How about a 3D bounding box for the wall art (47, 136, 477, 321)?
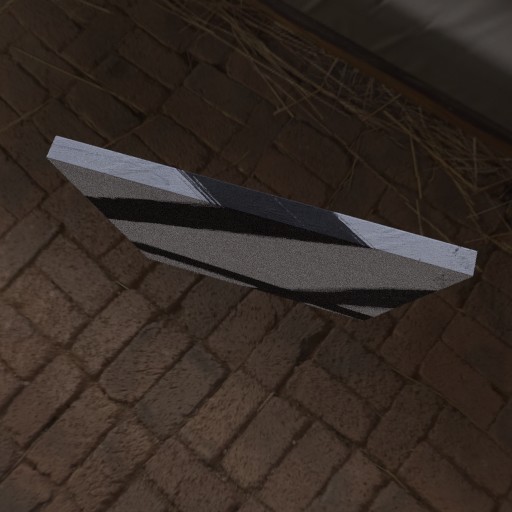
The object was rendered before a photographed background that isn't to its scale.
[{"bbox_3d":[0.000,0.000,1.139,0.765,0.765,0.046,16,77,4],"label":"wall art"}]
